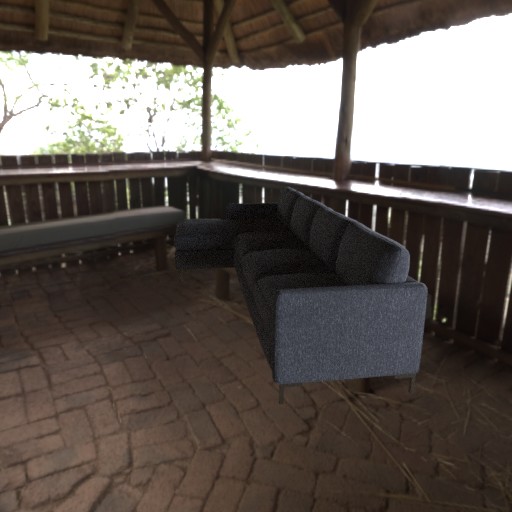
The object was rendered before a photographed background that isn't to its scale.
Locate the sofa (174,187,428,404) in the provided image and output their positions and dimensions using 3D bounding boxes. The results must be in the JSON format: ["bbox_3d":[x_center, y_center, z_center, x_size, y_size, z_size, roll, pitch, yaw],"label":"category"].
[{"bbox_3d":[0.000,0.000,3.561,1.350,0.810,2.932,-2,16,-8],"label":"sofa"}]
